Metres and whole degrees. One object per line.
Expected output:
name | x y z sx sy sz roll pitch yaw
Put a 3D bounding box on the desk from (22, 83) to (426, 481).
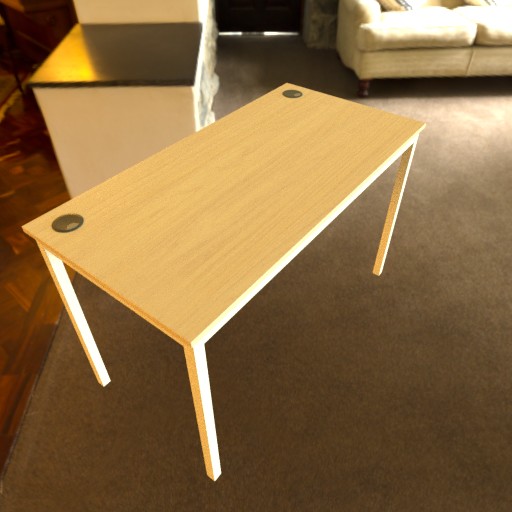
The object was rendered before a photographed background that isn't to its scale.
desk | 0.000 0.000 1.608 0.600 0.750 1.200 28 49 27
